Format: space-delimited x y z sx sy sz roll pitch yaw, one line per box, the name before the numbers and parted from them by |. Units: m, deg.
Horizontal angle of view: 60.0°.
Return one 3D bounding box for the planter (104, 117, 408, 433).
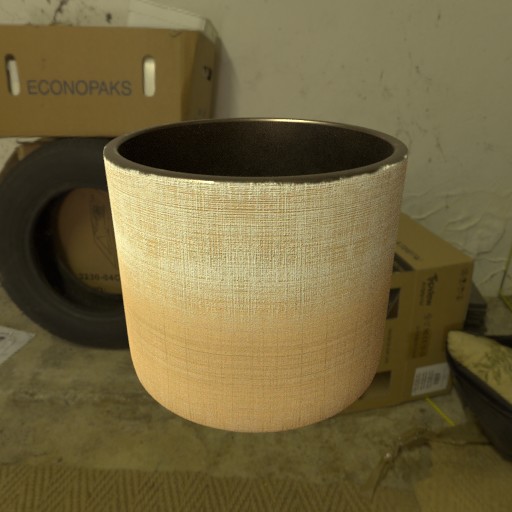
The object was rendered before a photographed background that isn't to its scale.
planter | 0.000 0.000 0.425 0.254 0.221 0.254 0 26 0
